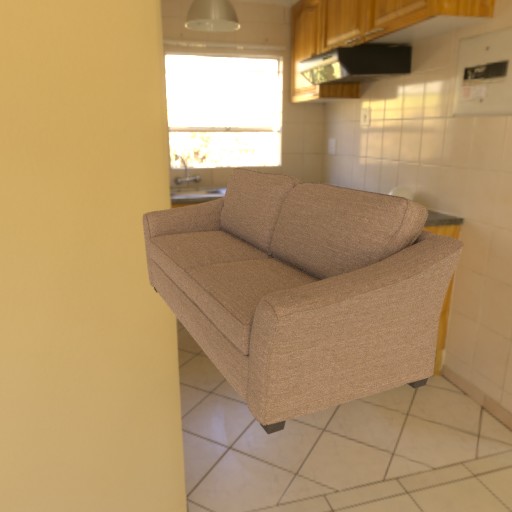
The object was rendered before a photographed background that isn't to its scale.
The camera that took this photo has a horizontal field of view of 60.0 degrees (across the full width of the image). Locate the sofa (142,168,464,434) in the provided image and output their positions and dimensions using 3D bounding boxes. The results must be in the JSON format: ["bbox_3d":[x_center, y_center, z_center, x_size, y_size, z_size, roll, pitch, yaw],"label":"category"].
[{"bbox_3d":[0.000,0.000,2.785,0.980,0.965,2.270,-8,17,-25],"label":"sofa"}]
